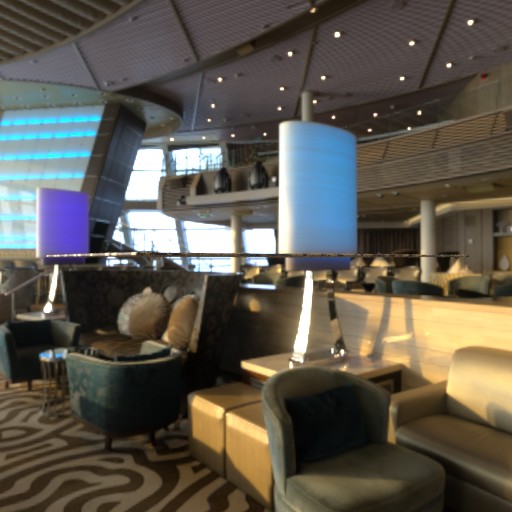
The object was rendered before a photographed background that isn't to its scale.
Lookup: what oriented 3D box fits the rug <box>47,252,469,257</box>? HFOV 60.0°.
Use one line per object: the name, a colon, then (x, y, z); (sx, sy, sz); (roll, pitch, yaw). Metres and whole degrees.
rug: (0.000, 0.000, 2.932); (2.261, 0.013, 1.676); (0, 0, -35)
